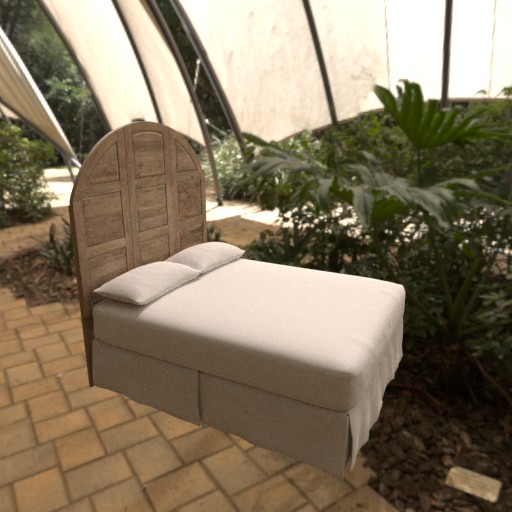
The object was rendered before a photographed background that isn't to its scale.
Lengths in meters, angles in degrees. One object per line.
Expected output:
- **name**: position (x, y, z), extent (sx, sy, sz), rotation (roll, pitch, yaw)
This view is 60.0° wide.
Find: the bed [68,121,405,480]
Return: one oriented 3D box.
- **bed**: position (0.000, 0.000, 3.418), extent (2.112, 2.002, 1.713), rotation (8, 18, 27)
